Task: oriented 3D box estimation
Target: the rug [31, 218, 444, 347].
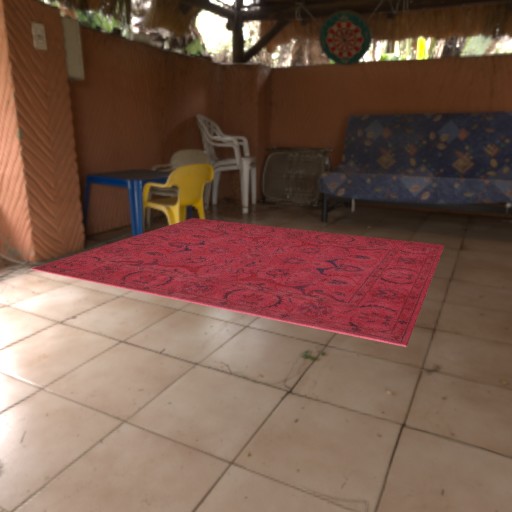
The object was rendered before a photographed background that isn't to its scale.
[{"bbox_3d":[0.000,0.000,3.941,2.929,0.012,2.300,8,18,26],"label":"rug"}]
